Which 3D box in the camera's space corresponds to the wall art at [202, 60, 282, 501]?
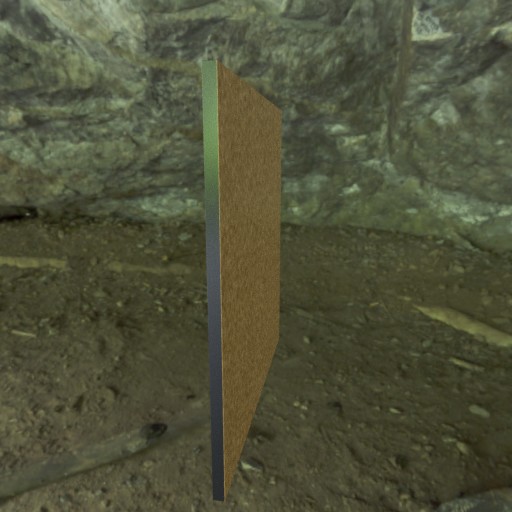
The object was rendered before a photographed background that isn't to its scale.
[{"bbox_3d":[0.000,0.000,0.644,0.014,0.445,0.446,2,13,10],"label":"wall art"}]
